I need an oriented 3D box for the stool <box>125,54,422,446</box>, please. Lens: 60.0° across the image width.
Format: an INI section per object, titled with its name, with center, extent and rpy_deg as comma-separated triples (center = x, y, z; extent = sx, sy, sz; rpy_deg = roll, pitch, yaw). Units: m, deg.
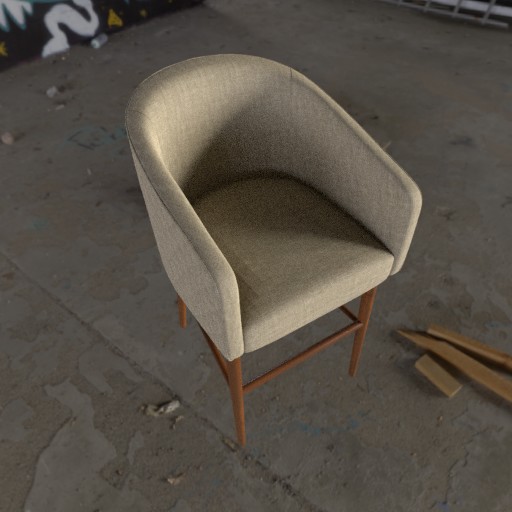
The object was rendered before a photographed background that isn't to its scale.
[stool]
center = 0.000, 0.000, 1.319
extent = 0.559, 0.952, 0.635
rpy_deg = -24, 49, -22
